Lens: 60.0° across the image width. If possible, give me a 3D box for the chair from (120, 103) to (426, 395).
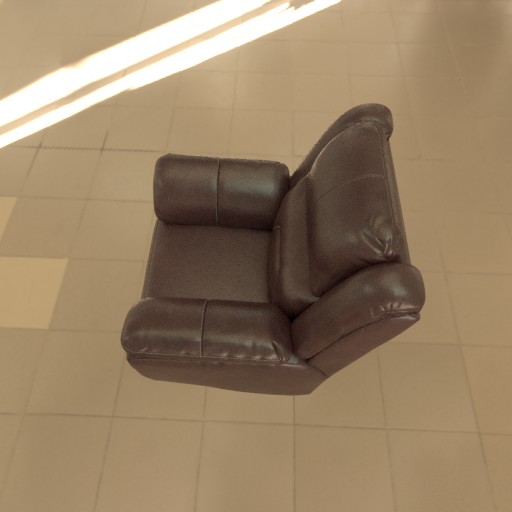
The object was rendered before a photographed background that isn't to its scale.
[{"bbox_3d":[0.000,0.000,1.916,1.041,1.093,0.990,2,58,1],"label":"chair"}]
